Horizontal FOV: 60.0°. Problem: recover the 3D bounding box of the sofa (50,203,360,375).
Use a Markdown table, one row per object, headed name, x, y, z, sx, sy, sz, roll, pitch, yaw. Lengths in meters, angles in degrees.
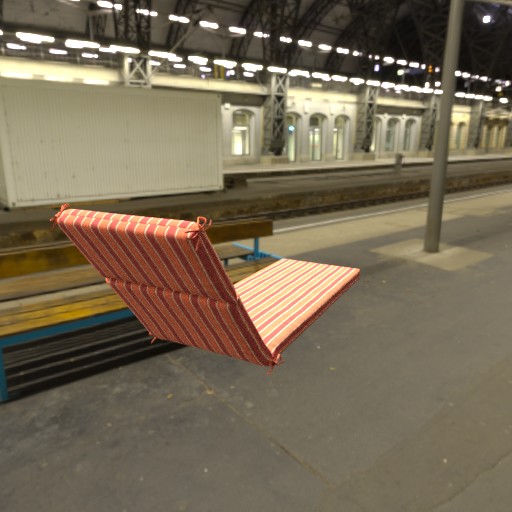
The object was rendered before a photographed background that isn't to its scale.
| name | x | y | z | sx | sy | sz | roll | pitch | yaw |
| --- | --- | --- | --- | --- | --- | --- | --- | --- | --- |
| sofa | 0.000 | 0.000 | 1.978 | 0.582 | 0.622 | 1.663 | 8 | 17 | 27 |
